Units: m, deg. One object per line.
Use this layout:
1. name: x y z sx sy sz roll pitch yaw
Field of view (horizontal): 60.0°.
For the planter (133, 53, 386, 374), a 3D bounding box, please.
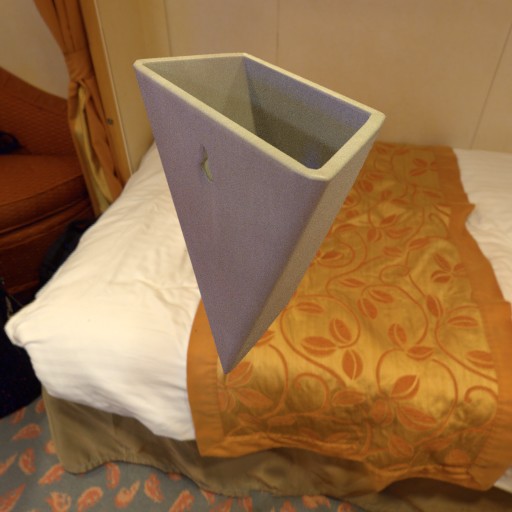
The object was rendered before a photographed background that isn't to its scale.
1. planter: 0.000 0.000 0.266 0.060 0.197 0.150 -25 47 -26
